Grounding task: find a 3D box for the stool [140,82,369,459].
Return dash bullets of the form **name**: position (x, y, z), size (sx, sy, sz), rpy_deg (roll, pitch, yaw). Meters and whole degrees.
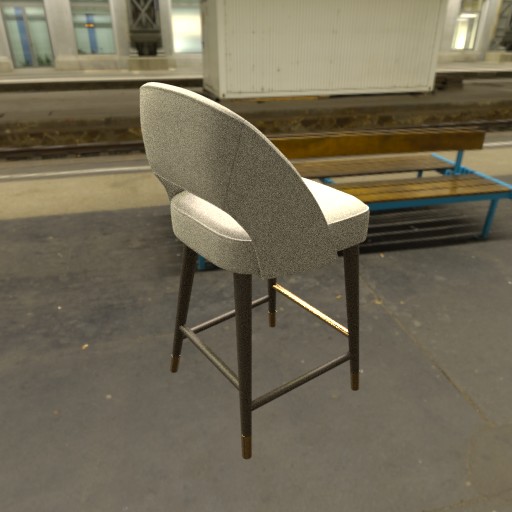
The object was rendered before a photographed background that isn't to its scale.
- **stool**: position (0.000, 0.000, 1.251), size (0.509, 0.940, 0.494), rpy_deg (-19, 32, -32)
